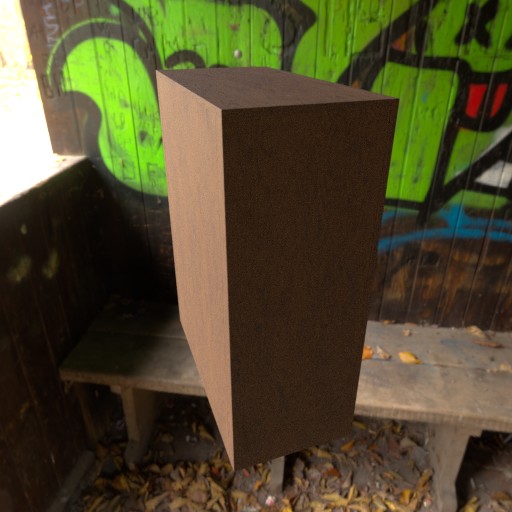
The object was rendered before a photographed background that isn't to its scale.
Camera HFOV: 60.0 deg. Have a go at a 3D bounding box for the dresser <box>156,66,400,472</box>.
[{"bbox_3d":[0.000,0.000,1.784,0.516,1.320,0.964,-10,29,-18],"label":"dresser"}]
